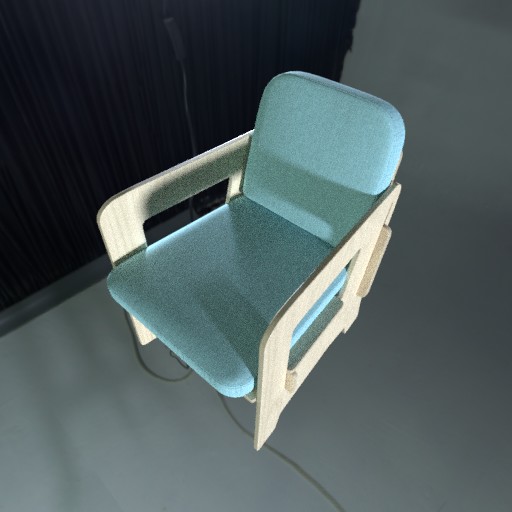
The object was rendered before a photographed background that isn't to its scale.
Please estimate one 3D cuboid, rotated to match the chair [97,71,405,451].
[{"bbox_3d":[0.000,0.000,1.273,0.590,0.800,0.710,33,54,28],"label":"chair"}]
